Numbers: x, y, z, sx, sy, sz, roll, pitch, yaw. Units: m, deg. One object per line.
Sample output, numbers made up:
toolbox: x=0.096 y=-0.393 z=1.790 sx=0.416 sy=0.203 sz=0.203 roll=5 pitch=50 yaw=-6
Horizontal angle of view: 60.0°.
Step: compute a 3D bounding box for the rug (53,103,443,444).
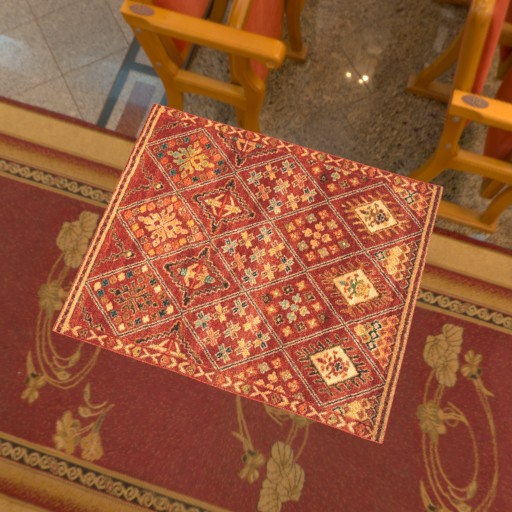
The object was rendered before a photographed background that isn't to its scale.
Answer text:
rug: x=0.000 y=0.000 z=4.200 sx=3.086 sy=0.030 sz=2.489 roll=18 pitch=76 yaw=5
